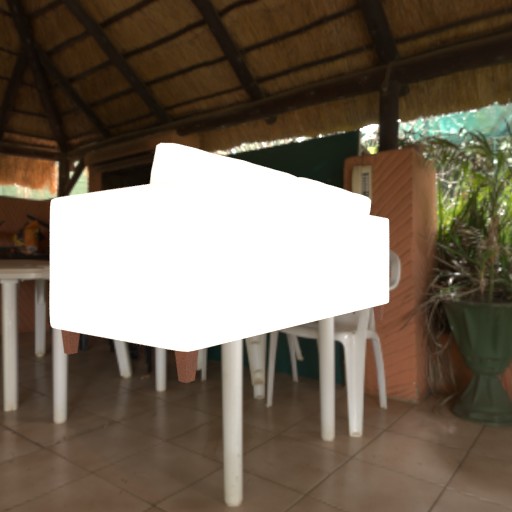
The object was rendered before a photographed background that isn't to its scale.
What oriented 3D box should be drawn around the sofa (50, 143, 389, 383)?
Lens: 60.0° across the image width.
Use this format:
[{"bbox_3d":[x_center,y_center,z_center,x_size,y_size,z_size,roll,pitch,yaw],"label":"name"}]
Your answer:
[{"bbox_3d":[0.000,0.000,2.683,0.924,0.933,2.139,0,0,37],"label":"sofa"}]
